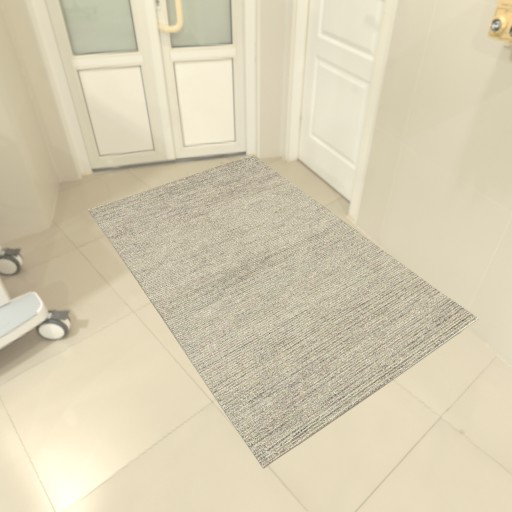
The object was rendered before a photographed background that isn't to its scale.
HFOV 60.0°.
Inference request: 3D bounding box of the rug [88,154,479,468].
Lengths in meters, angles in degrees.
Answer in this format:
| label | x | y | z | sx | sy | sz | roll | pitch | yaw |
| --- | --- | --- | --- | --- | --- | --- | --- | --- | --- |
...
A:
| label | x | y | z | sx | sy | sz | roll | pitch | yaw |
| --- | --- | --- | --- | --- | --- | --- | --- | --- | --- |
| rug | 0.000 | 0.000 | 2.270 | 1.162 | 0.022 | 1.804 | -24 | 47 | -25 |
